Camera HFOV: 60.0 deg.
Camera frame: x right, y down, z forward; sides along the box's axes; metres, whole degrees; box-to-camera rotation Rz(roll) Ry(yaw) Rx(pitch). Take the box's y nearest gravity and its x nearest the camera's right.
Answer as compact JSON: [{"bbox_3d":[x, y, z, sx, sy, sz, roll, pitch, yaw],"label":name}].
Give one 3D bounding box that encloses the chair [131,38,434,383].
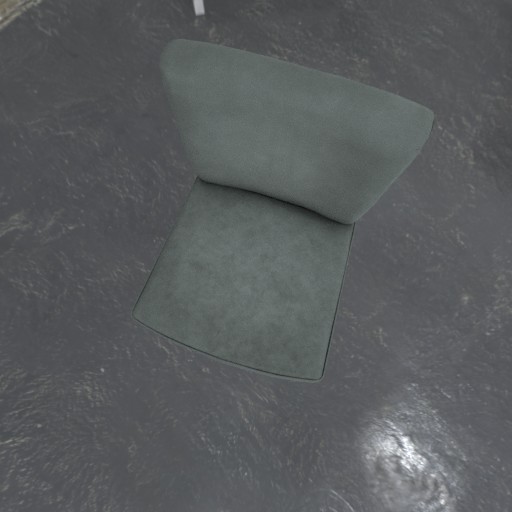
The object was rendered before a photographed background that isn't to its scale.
[{"bbox_3d":[0.000,0.000,1.136,0.521,0.806,0.554,18,75,5],"label":"chair"}]
